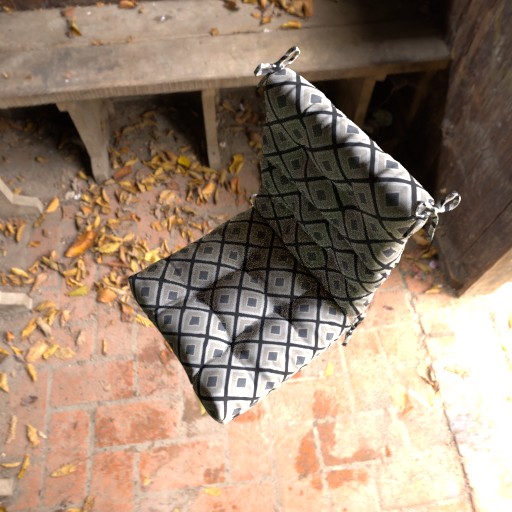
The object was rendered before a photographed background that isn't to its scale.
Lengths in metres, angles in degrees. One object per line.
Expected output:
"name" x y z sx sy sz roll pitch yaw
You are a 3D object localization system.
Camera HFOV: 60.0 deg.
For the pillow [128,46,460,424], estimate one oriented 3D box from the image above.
"pillow" 0.000 0.000 1.045 0.571 0.605 0.519 -33 67 -16
